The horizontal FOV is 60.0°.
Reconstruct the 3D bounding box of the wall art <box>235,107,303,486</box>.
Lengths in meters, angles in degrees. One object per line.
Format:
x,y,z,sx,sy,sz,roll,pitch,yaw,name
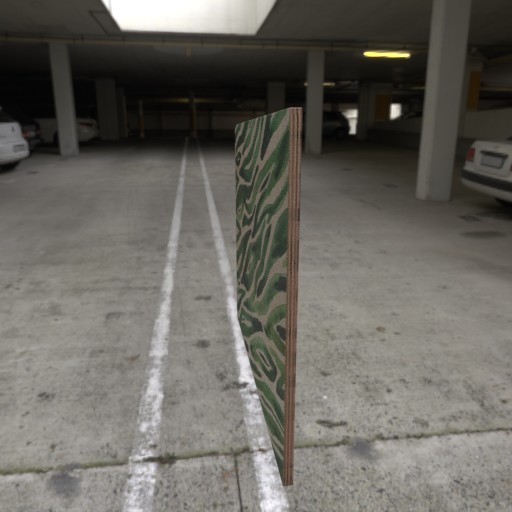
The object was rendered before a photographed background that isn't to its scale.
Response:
0.000,0.000,0.694,0.012,0.408,0.508,-2,15,-8,wall art
